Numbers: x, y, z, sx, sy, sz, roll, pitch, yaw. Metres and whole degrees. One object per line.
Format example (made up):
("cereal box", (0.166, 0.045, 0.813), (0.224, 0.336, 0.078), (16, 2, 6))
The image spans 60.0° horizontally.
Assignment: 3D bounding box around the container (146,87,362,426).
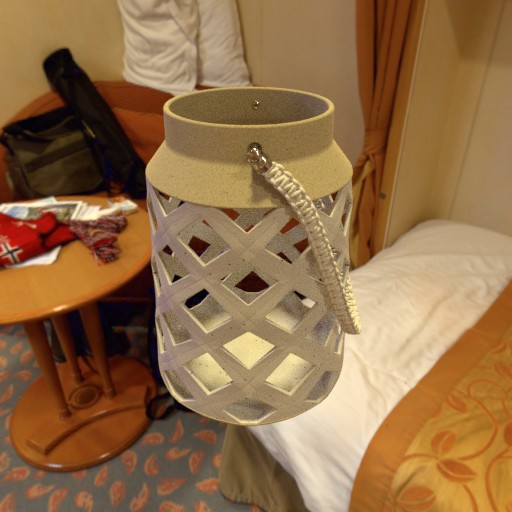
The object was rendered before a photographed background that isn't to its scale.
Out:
("container", (0.000, 0.000, 0.396), (0.198, 0.264, 0.188), (0, 32, 0))
